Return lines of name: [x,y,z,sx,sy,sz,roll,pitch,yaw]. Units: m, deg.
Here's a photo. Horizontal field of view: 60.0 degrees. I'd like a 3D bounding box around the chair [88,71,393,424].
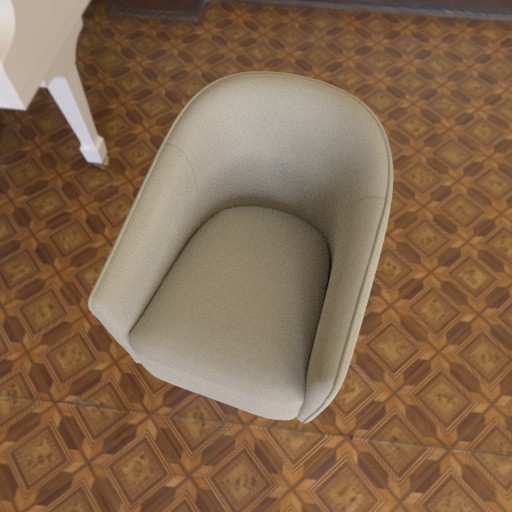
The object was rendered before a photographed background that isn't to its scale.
chair: [0.000,0.000,1.484,0.747,0.799,0.875,17,61,10]
